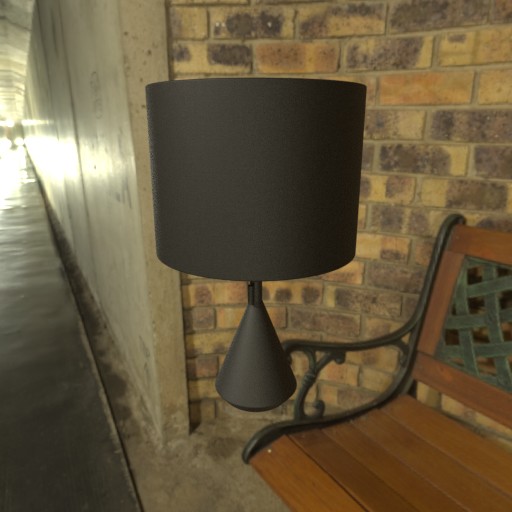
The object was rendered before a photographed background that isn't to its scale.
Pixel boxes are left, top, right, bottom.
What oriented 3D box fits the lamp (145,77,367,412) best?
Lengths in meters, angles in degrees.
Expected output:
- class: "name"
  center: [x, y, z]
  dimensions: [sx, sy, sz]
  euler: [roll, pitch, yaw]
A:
- class: "lamp"
  center: [0.000, 0.000, 0.821]
  dimensions: [0.359, 0.584, 0.359]
  euler: [8, 18, 24]
